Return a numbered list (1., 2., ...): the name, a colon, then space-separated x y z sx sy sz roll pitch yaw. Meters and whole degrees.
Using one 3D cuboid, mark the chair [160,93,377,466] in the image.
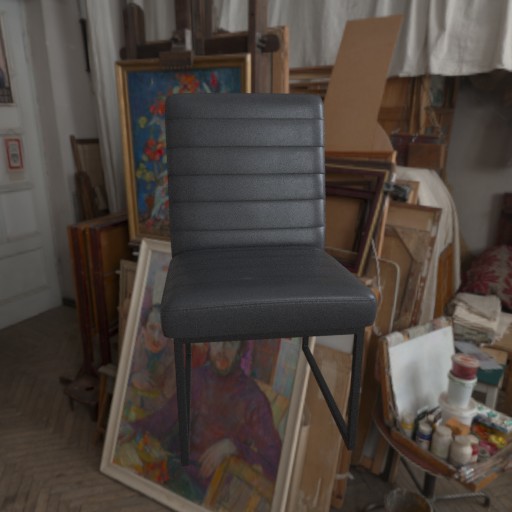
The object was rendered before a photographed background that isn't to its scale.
1. chair: 0.000 0.000 1.310 0.520 0.930 0.634 -2 18 -7
